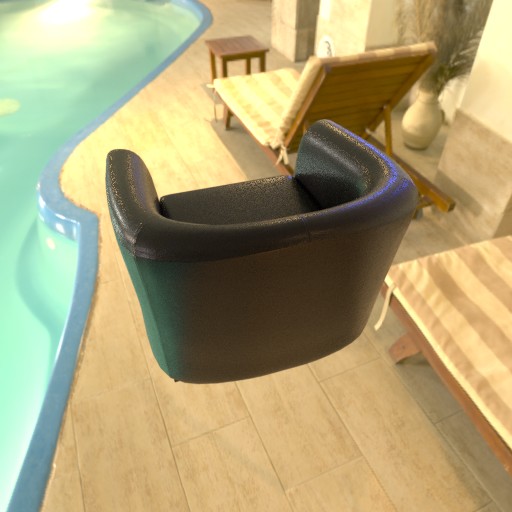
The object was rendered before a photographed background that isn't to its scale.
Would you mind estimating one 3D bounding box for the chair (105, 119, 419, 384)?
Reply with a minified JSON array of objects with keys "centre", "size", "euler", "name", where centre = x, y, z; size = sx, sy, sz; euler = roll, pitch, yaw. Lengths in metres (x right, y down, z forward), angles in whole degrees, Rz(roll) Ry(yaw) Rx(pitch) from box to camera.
[{"centre":[0.000,0.000,1.397],"size":[0.793,0.756,0.727],"euler":[-12,43,-13],"name":"chair"}]
